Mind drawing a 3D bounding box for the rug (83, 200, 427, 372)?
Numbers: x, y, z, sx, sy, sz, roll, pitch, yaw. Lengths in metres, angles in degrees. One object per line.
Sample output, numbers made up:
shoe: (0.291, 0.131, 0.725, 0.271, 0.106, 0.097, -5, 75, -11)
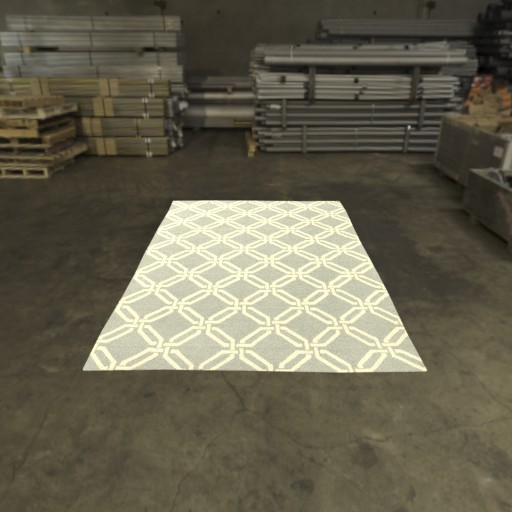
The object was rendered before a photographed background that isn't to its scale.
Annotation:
rug: (0.000, 0.000, 2.245, 1.148, 0.010, 1.754, 0, 26, 0)
